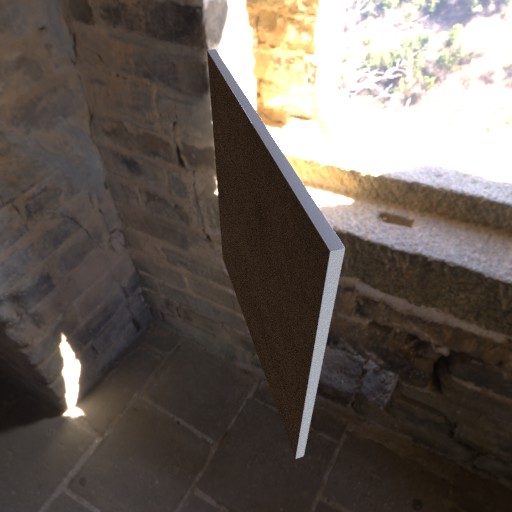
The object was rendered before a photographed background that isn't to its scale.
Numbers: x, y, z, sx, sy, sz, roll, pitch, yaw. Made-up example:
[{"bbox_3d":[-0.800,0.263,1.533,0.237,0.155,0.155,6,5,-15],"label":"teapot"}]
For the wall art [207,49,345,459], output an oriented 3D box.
[{"bbox_3d":[0.000,0.000,0.994,0.020,0.661,0.664,-13,47,-12],"label":"wall art"}]
